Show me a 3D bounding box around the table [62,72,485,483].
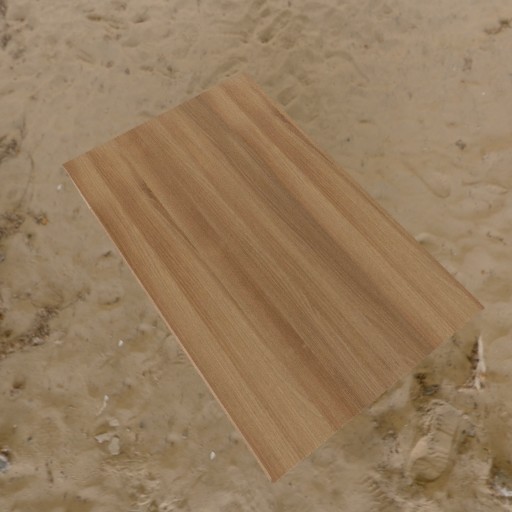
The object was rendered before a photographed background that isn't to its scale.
[{"bbox_3d":[0.000,0.000,1.428,0.700,0.330,1.100,-33,68,-15],"label":"table"}]
